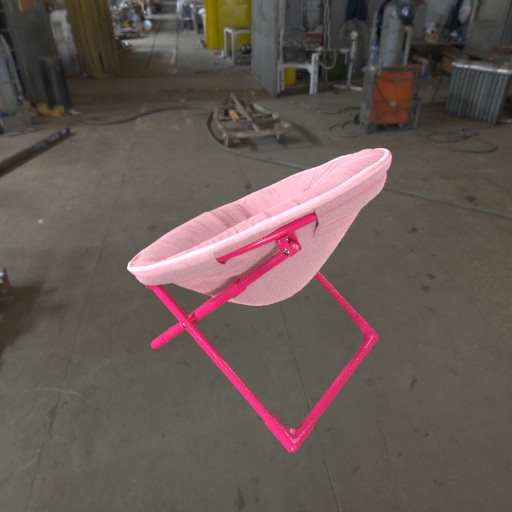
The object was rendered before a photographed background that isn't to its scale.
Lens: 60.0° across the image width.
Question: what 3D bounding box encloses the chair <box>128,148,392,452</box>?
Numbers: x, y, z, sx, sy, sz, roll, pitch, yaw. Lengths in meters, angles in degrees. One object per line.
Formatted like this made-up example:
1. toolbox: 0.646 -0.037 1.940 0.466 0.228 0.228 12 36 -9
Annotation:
1. chair: 0.000 0.000 0.909 0.459 0.494 0.522 22 39 30
